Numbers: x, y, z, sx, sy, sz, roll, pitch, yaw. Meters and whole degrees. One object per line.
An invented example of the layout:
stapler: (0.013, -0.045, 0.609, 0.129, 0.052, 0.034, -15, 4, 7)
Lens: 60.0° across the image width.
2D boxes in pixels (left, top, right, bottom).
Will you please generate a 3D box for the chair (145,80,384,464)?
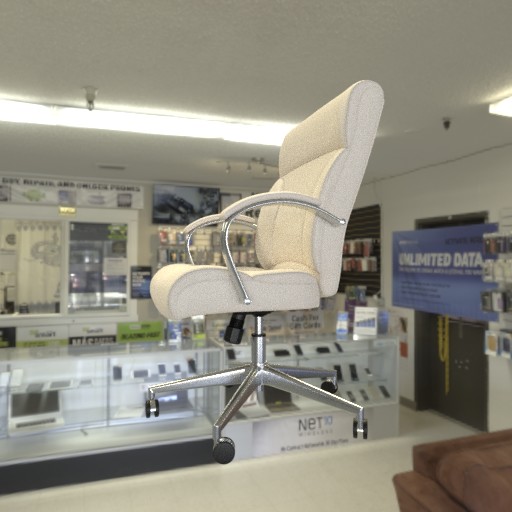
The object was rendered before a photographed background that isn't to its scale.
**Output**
chair: (0.000, 0.000, 1.562, 0.745, 1.099, 0.727, 0, 0, -18)
